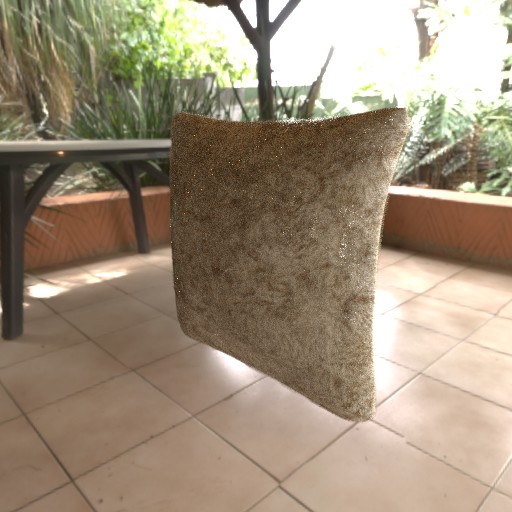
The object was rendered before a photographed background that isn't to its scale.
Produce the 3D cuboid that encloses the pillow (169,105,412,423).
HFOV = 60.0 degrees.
[{"bbox_3d":[0.000,0.000,0.822,0.216,0.525,0.538,-16,23,-43],"label":"pillow"}]
